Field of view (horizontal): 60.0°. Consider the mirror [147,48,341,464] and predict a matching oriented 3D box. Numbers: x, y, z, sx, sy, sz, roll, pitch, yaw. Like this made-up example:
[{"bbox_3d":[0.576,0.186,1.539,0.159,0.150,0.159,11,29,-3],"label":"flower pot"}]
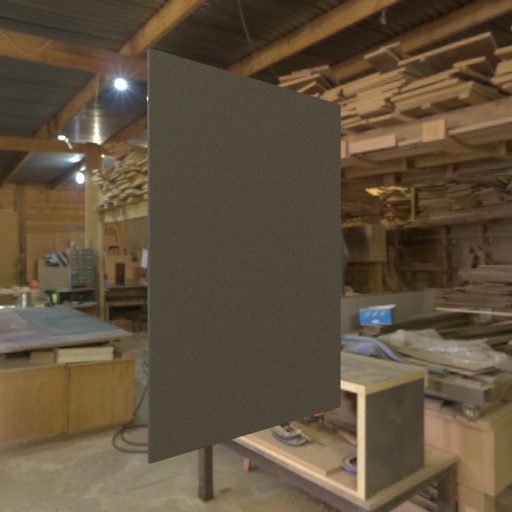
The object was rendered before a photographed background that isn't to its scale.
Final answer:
[{"bbox_3d":[0.000,0.000,1.172,0.613,0.914,0.039,0,0,-37],"label":"mirror"}]
